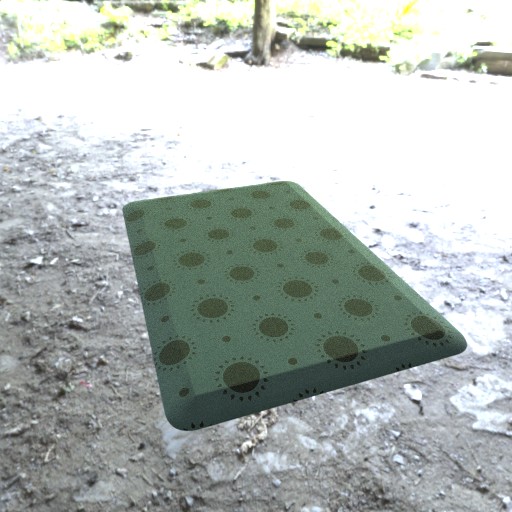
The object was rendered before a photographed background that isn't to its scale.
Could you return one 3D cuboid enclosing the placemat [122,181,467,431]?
[{"bbox_3d":[0.000,0.000,0.960,0.508,0.021,0.762,-10,34,-16],"label":"placemat"}]
